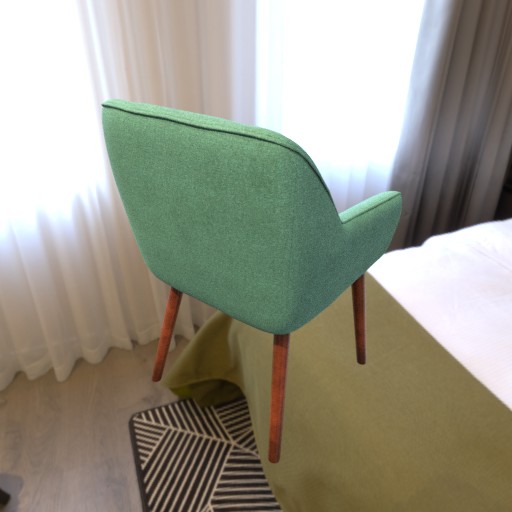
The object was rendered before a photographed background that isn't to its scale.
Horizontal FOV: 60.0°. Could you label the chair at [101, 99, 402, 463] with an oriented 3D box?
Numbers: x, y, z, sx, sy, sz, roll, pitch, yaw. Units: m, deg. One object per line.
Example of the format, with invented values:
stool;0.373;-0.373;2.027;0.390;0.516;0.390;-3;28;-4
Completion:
chair;0.000;0.000;1.133;0.543;0.803;0.519;21;37;32
